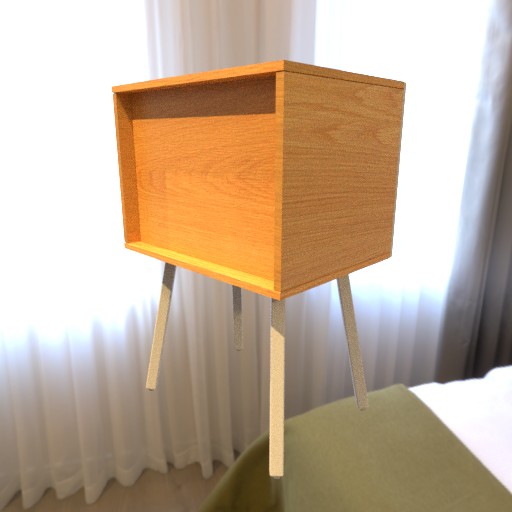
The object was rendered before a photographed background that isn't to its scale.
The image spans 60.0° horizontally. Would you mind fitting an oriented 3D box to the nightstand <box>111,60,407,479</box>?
[{"bbox_3d":[0.000,0.000,0.828,0.400,0.601,0.316,14,21,43],"label":"nightstand"}]
